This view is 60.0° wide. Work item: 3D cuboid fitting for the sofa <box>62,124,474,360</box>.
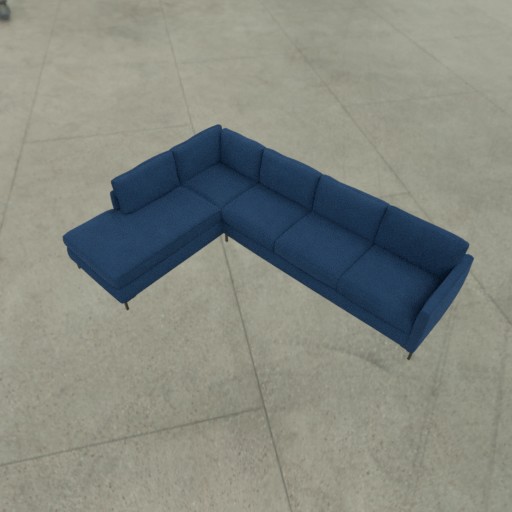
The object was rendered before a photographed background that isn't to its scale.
[{"bbox_3d":[0.000,0.000,3.813,2.949,0.815,2.007,32,54,28],"label":"sofa"}]
